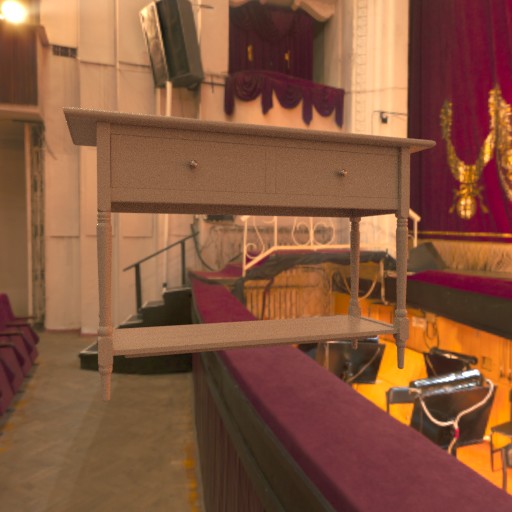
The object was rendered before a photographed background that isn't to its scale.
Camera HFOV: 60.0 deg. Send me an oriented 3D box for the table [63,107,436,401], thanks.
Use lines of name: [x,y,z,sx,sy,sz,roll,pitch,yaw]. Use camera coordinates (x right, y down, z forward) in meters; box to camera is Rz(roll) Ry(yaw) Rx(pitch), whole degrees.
table: [0.000,0.000,1.545,1.197,0.808,0.384,-1,2,-19]
